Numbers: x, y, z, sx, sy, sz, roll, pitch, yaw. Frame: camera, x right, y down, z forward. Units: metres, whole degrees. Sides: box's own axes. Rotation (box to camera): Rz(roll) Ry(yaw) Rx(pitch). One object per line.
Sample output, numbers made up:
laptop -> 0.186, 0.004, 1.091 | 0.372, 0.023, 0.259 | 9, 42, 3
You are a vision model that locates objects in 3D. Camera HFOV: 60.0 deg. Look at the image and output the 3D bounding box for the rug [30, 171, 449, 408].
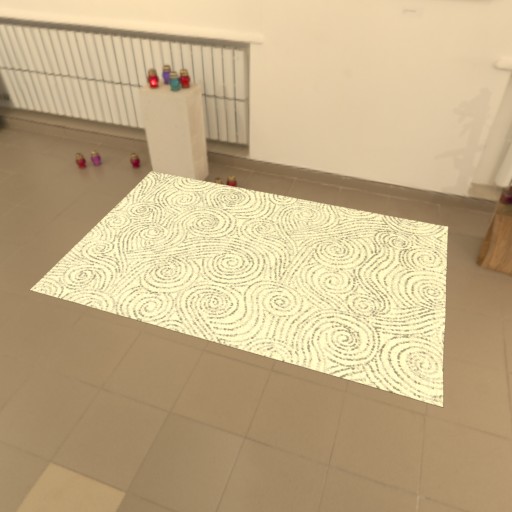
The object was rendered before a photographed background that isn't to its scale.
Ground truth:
rug -> 0.000, 0.000, 2.982 | 2.439, 0.005, 1.524 | 13, 43, 14
